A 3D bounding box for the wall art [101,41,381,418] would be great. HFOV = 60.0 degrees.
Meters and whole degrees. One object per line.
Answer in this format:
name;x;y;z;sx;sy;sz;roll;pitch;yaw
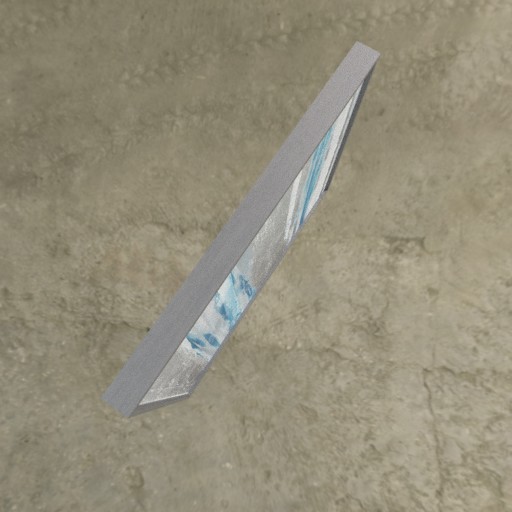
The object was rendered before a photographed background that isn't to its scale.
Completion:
wall art;0.000;0.000;0.758;0.037;0.450;0.557;32;77;8
